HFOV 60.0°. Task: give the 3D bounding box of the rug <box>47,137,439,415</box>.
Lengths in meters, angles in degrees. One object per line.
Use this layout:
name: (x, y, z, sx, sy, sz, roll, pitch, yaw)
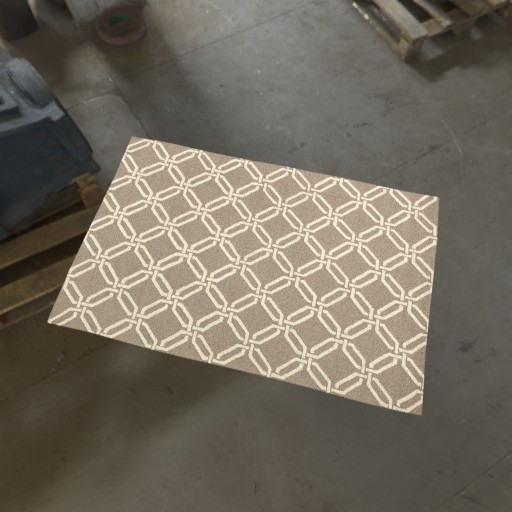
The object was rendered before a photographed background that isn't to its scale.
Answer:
rug: (0.000, 0.000, 2.215, 1.748, 0.010, 1.142, 12, 65, 6)
